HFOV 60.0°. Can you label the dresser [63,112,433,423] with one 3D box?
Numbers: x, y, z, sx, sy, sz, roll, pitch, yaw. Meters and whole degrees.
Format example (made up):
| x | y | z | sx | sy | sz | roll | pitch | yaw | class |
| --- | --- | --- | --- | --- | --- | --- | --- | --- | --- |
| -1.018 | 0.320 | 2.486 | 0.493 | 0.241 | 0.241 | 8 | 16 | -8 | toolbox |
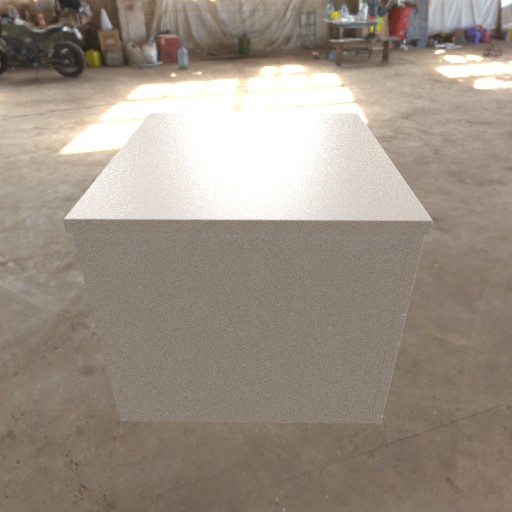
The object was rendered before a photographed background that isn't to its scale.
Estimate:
| x | y | z | sx | sy | sz | roll | pitch | yaw | class |
| --- | --- | --- | --- | --- | --- | --- | --- | --- | --- |
| 0.000 | 0.000 | 0.739 | 0.400 | 0.360 | 0.430 | 0 | 32 | 1 | dresser |
